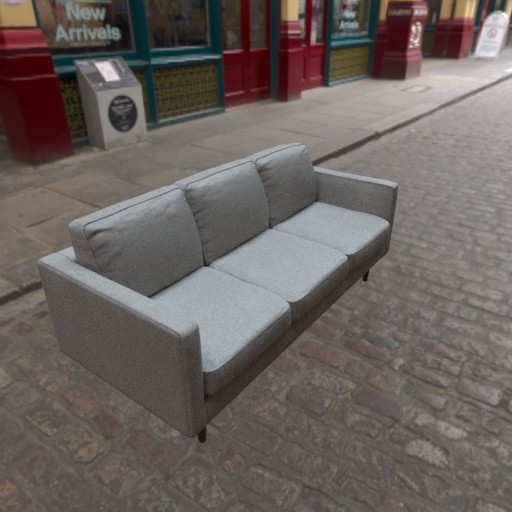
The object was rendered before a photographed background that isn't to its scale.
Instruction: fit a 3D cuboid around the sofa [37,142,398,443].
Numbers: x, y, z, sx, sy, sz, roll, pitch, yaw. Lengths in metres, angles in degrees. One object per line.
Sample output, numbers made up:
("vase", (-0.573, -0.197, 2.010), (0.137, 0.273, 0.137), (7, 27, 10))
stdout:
("sofa", (0.000, 0.000, 2.518), (0.944, 0.918, 1.983), (19, 33, 32))
